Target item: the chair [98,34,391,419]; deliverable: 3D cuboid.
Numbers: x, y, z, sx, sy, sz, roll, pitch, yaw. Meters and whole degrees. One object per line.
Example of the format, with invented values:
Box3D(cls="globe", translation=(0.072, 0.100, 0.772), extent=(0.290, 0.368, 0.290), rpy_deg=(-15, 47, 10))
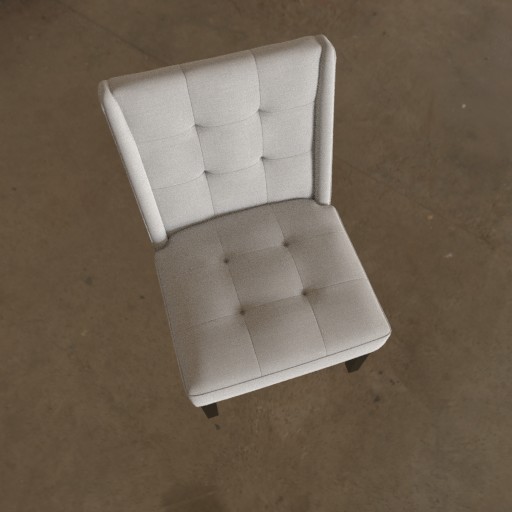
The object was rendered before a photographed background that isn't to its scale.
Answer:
Box3D(cls="chair", translation=(0.000, 0.000, 1.264), extent=(0.569, 0.853, 0.676), rpy_deg=(-16, 64, -8))
